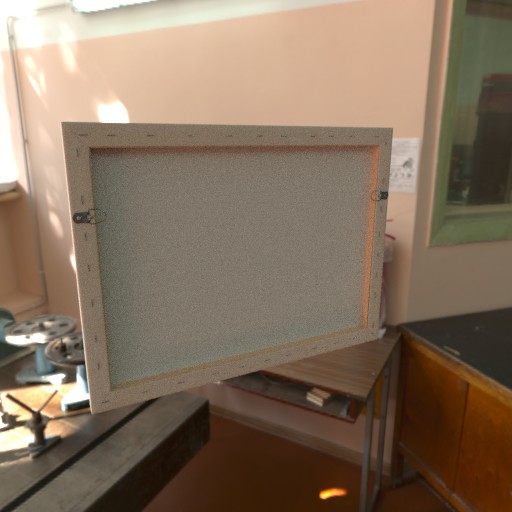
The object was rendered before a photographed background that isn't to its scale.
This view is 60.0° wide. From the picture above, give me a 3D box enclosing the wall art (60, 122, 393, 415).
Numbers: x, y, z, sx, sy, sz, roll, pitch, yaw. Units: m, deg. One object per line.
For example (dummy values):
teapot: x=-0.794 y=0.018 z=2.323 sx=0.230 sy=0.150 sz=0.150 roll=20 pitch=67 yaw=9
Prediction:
wall art: x=0.000 y=0.000 z=1.613 sx=1.219 sy=0.912 sz=0.042 roll=-8 pitch=16 yaw=-27
